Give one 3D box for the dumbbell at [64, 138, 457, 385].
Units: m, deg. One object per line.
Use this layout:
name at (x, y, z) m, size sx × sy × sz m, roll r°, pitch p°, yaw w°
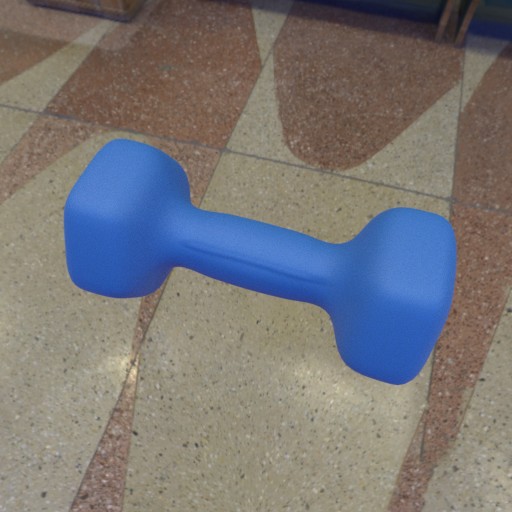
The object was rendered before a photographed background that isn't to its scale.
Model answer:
dumbbell at (0.000, 0.000, 0.262) m, size 0.212 × 0.093 × 0.103 m, roll 16°, pitch 60°, yaw 10°
